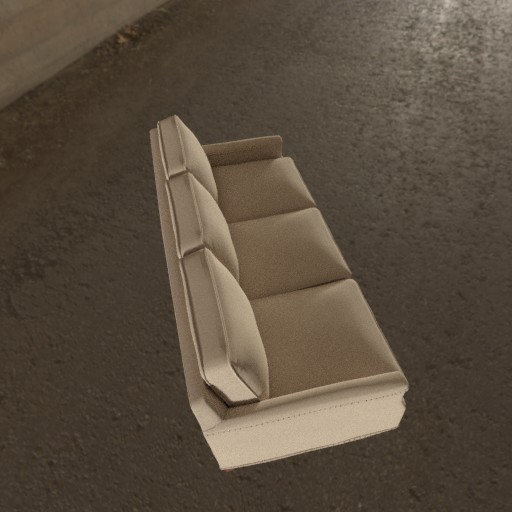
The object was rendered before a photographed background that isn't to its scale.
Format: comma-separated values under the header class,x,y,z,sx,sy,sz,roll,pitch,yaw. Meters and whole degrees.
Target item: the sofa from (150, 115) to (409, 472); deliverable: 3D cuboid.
class,x,y,z,sx,sy,sz,roll,pitch,yaw
sofa,0.000,0.000,2.820,1.084,1.003,2.246,-10,47,-9
